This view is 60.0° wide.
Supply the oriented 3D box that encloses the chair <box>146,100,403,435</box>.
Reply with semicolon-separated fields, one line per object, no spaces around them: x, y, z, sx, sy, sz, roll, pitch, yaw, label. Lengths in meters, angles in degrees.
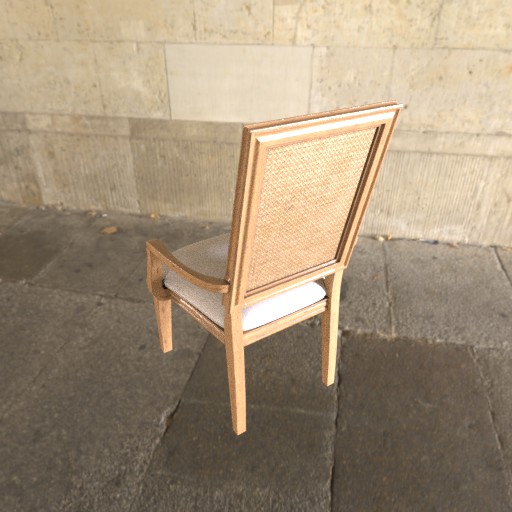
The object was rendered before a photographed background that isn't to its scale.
0.000;0.000;1.389;0.606;0.990;0.602;-18;36;-28;chair
